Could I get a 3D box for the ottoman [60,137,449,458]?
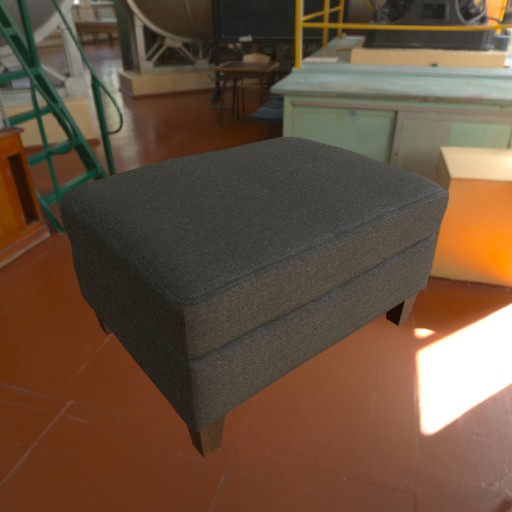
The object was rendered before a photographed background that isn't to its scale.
[{"bbox_3d":[0.000,0.000,1.223,0.826,0.496,0.639,-23,37,-33],"label":"ottoman"}]
